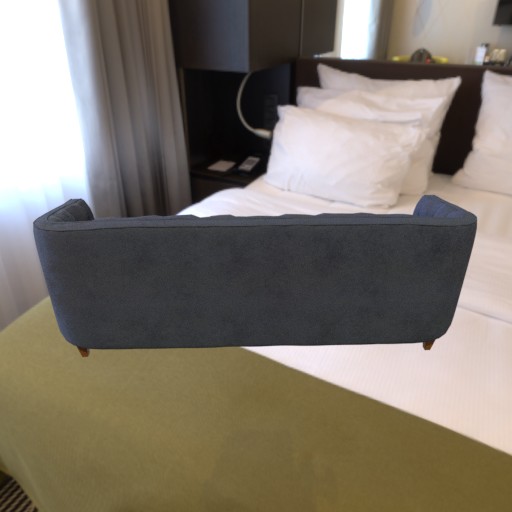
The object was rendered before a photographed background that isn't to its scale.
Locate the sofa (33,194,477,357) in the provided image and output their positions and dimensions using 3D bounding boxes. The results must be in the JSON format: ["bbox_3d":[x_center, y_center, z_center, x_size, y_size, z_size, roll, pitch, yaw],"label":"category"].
[{"bbox_3d":[0.000,0.000,2.623,2.278,0.855,0.941,-1,30,-1],"label":"sofa"}]
